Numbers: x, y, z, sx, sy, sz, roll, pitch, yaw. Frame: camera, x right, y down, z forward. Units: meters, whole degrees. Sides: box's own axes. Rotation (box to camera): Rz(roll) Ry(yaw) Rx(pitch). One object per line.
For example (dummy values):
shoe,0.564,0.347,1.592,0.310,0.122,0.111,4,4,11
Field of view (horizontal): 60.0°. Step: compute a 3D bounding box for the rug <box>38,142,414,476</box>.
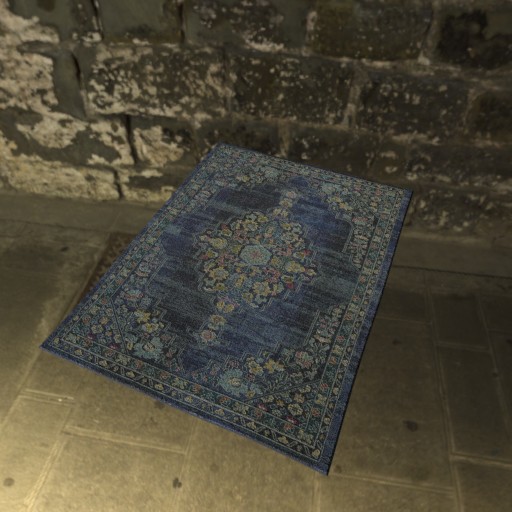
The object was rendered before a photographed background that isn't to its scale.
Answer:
rug,0.000,0.000,4.737,2.716,0.035,3.612,18,50,16
